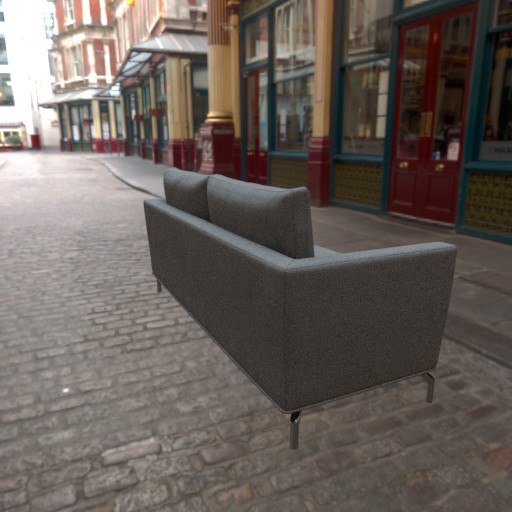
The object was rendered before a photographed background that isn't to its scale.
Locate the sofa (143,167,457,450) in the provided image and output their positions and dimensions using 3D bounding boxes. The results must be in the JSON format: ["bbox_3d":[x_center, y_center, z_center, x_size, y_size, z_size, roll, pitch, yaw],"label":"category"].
[{"bbox_3d":[0.000,0.000,2.699,0.869,1.002,2.212,-7,16,-25],"label":"sofa"}]
